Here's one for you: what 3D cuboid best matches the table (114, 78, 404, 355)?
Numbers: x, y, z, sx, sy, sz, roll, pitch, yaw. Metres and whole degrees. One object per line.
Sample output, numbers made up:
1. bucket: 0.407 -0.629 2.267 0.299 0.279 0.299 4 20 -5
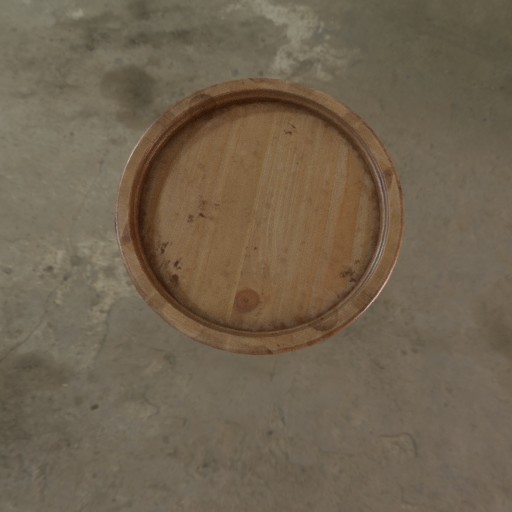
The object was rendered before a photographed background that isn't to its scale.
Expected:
1. table: 0.000 0.000 0.945 0.418 0.664 0.414 -13 78 -3
